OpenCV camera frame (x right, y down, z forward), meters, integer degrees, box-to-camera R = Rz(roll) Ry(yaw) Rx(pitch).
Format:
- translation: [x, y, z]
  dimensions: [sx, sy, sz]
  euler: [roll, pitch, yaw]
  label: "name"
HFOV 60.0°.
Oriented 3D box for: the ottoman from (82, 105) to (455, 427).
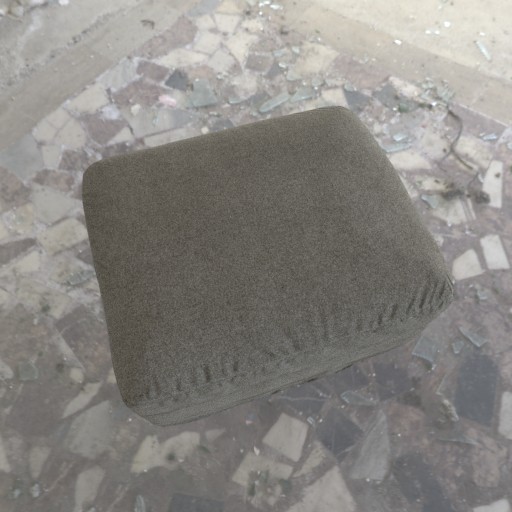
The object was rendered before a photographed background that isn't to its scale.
- translation: [0.000, 0.000, 1.240]
  dimensions: [0.837, 0.481, 0.683]
  euler: [-16, 64, -8]
  label: "ottoman"
